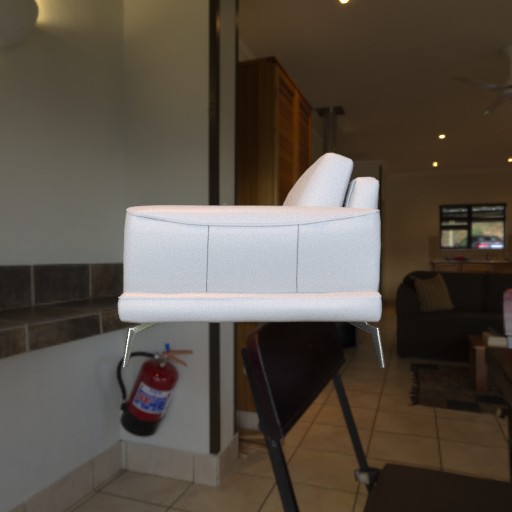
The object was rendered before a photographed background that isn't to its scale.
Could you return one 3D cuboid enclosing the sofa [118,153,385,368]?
[{"bbox_3d":[0.000,0.000,2.820,1.121,0.930,2.177,0,0,1],"label":"sofa"}]
